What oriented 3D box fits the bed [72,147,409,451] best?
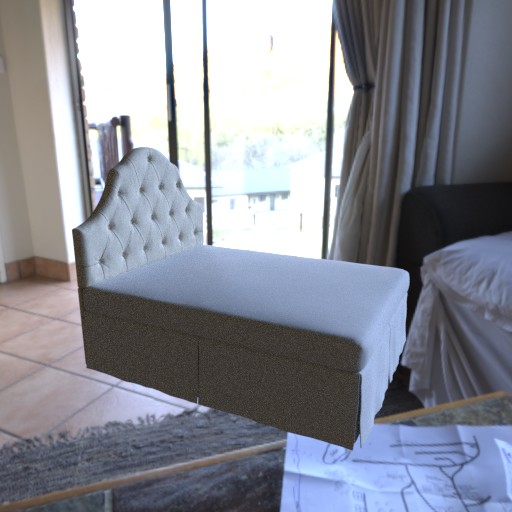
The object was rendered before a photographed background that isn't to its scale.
[{"bbox_3d":[0.000,0.000,3.318,2.092,1.575,1.627,7,16,26],"label":"bed"}]
